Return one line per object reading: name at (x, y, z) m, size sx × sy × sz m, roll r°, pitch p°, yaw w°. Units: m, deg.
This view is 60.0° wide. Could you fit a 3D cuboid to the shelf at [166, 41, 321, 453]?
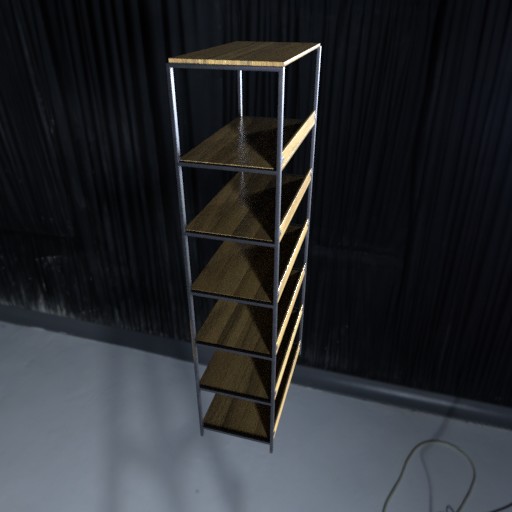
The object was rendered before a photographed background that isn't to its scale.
shelf at (0.000, 0.000, 2.378) m, size 0.431 × 2.015 × 0.847 m, roll 8°, pitch 31°, yaw 14°
